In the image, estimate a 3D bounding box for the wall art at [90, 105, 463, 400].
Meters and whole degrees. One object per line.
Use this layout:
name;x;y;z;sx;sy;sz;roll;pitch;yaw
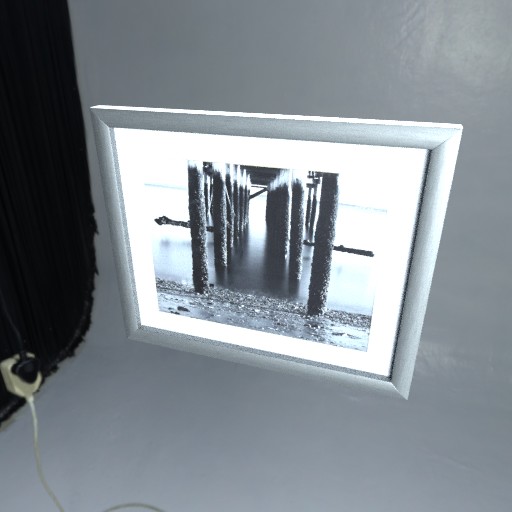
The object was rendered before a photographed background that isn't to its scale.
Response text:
wall art;0.000;0.000;0.746;0.556;0.457;0.028;8;28;16
